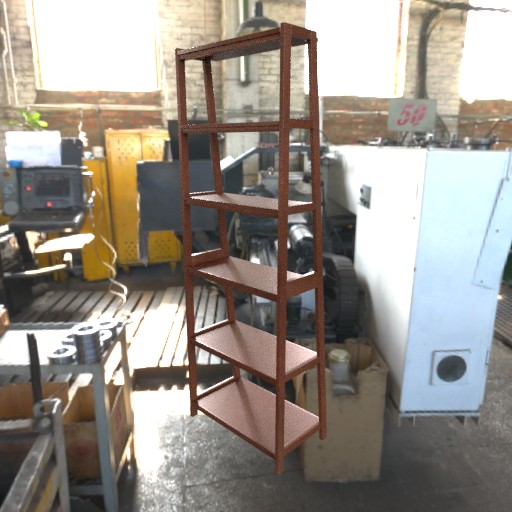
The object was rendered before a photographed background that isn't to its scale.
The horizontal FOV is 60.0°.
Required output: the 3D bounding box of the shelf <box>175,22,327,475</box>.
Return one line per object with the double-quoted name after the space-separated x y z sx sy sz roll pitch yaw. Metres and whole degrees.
0.000 0.000 2.153 0.660 1.892 0.382 14 20 43 "shelf"
